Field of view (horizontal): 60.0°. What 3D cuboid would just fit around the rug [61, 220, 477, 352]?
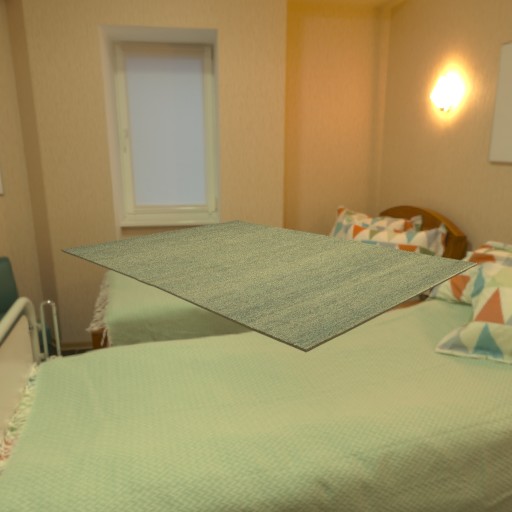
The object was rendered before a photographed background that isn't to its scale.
[{"bbox_3d":[0.000,0.000,4.282,2.461,0.046,3.237,-14,20,-43],"label":"rug"}]
